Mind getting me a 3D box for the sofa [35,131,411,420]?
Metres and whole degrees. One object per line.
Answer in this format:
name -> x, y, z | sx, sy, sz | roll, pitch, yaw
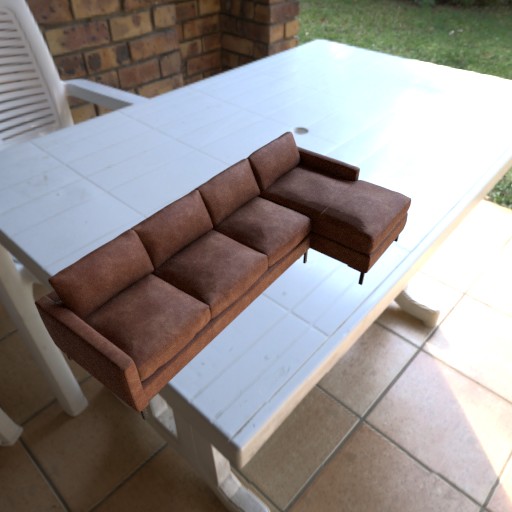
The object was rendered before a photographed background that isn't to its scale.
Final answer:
sofa -> 0.000, 0.000, 3.644 | 1.471, 0.859, 2.993 | 26, 47, 27
